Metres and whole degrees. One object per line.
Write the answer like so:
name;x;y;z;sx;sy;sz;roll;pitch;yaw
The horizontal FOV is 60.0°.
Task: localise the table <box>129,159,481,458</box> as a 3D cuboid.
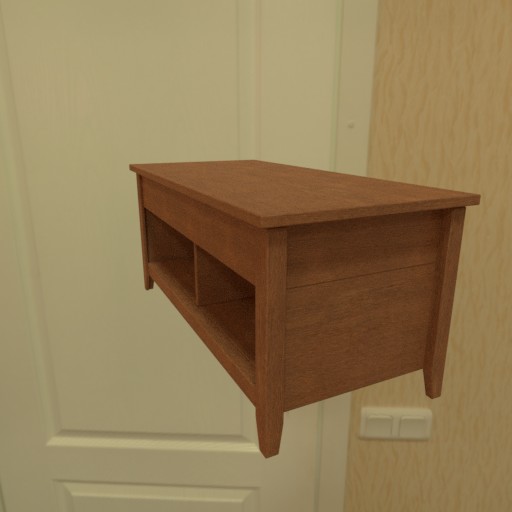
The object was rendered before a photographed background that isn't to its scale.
table;0.000;0.000;1.266;0.483;0.457;1.016;-8;18;-25
